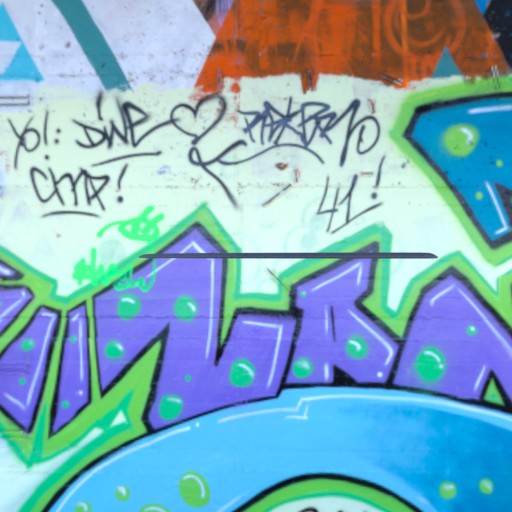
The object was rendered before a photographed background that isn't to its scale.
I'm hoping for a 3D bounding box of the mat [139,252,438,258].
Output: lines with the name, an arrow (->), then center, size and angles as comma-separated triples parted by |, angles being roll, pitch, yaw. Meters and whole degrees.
mat -> 0.000, 0.000, 1.828 | 0.917, 0.016, 1.525 | 0, 0, 0
